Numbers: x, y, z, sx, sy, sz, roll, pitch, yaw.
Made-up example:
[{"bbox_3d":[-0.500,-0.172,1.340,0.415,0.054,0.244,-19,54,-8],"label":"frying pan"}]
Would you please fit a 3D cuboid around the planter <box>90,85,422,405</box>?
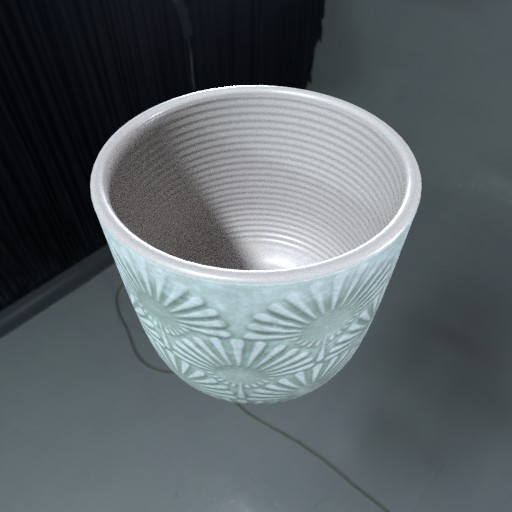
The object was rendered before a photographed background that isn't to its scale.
[{"bbox_3d":[0.000,0.000,0.209,0.124,0.109,0.124,0,46,0],"label":"planter"}]
